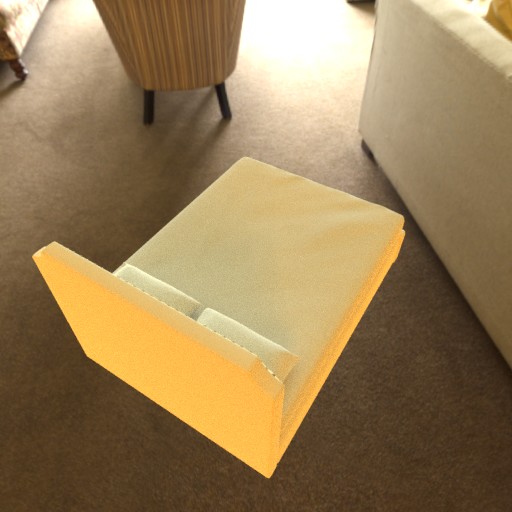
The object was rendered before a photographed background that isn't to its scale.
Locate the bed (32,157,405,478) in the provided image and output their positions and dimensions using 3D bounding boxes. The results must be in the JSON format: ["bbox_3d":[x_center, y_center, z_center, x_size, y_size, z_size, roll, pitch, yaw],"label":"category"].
[{"bbox_3d":[0.000,0.000,3.419,1.703,1.415,2.329,25,52,21],"label":"bed"}]
